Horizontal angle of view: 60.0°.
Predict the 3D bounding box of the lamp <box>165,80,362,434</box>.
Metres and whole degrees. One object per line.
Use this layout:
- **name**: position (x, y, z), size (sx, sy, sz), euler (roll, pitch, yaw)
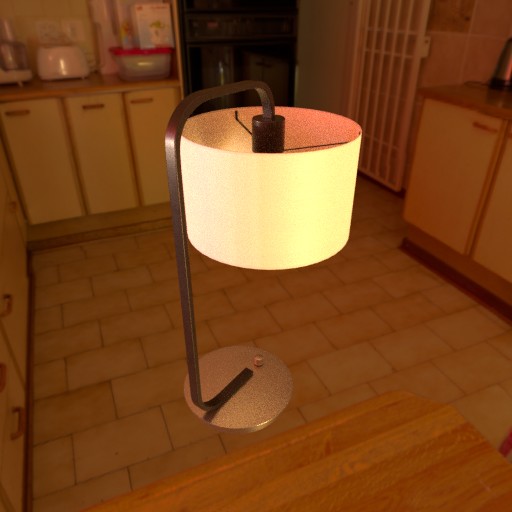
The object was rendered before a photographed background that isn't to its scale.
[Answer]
- **lamp**: position (0.000, 0.000, 0.633), size (0.230, 0.473, 0.288), euler (20, 36, 31)
